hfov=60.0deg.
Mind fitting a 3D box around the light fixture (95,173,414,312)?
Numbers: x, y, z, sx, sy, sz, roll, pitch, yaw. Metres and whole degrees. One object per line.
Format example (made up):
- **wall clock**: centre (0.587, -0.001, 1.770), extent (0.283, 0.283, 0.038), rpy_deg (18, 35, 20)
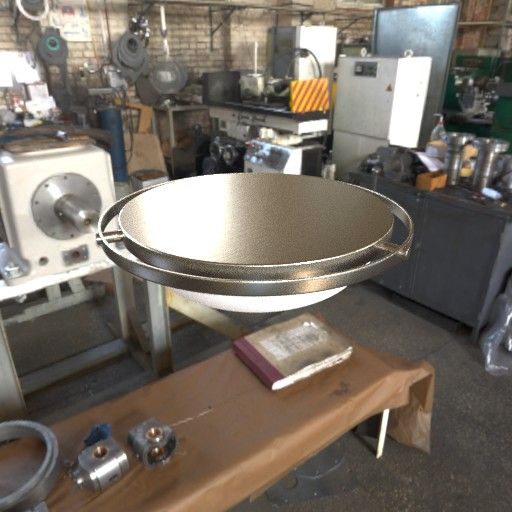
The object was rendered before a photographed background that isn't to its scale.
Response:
- **light fixture**: centre (0.000, 0.000, 0.557), extent (0.361, 0.130, 0.361), rpy_deg (0, 25, 0)
